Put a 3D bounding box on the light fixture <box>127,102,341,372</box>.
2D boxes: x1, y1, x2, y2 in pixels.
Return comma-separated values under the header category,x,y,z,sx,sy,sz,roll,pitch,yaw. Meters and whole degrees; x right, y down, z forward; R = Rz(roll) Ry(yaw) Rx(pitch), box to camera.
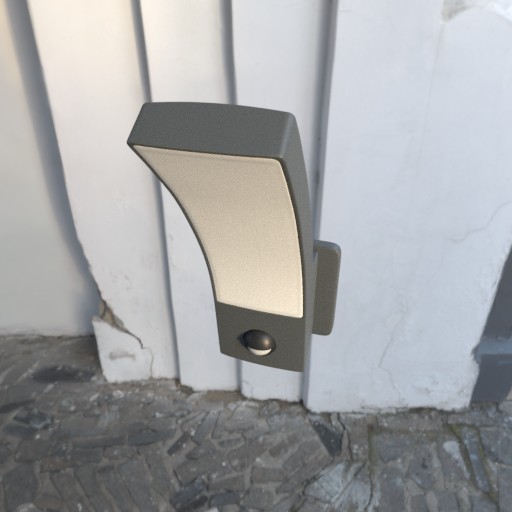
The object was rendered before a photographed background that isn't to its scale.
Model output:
category,x,y,z,sx,sy,sz,roll,pitch,yaw
light fixture,0.000,0.000,0.332,0.108,0.243,0.174,9,31,16
